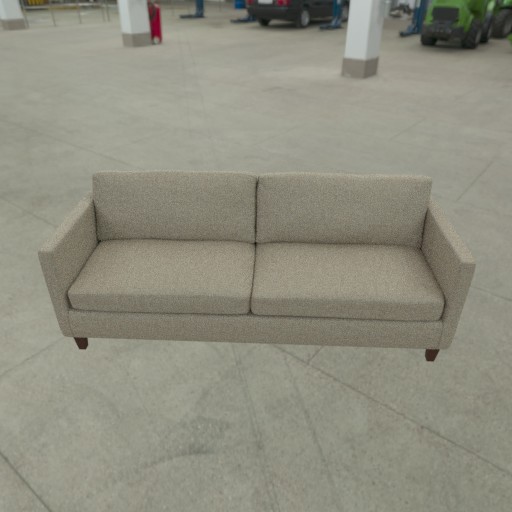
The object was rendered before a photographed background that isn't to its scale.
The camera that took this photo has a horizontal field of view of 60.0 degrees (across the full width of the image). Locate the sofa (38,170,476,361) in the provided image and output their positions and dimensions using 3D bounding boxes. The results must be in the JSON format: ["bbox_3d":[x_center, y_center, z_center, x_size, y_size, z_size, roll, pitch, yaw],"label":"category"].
[{"bbox_3d":[0.000,0.000,2.928,2.434,0.965,0.951,1,33,2],"label":"sofa"}]
